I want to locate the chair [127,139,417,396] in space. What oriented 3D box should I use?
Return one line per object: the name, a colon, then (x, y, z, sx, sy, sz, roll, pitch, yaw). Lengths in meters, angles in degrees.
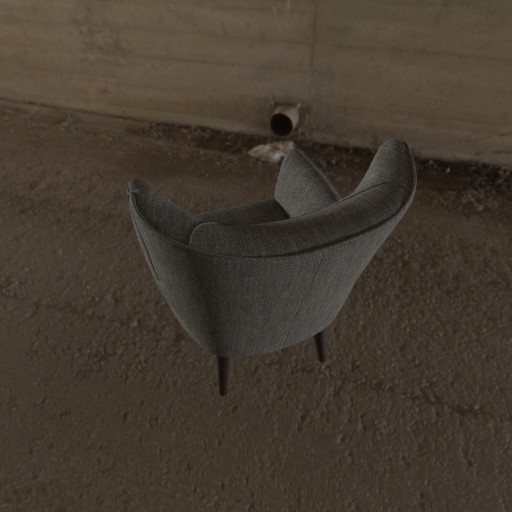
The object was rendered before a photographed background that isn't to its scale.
chair: (0.000, 0.000, 1.581, 0.781, 0.933, 0.888, -14, 44, -15)
